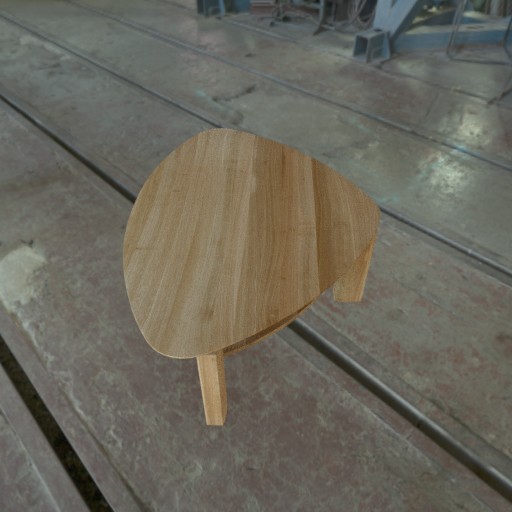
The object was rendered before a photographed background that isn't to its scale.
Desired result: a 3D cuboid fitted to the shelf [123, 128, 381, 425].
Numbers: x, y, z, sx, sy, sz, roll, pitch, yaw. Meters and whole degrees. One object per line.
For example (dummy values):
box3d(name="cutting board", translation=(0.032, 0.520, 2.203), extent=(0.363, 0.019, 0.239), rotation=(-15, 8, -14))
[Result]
box3d(name="shelf", translation=(0.000, 0.000, 1.692), extent=(0.863, 0.439, 1.240), rotation=(1, 42, 1))
